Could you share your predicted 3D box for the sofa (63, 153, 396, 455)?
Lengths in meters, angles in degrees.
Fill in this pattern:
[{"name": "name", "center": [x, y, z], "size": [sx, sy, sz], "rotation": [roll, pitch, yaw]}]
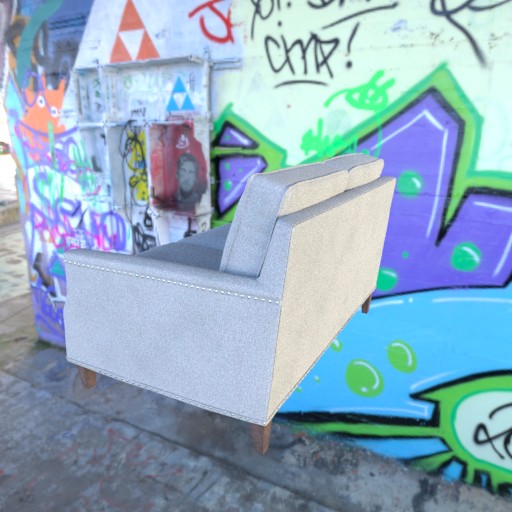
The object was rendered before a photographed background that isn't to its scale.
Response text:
[{"name": "sofa", "center": [0.000, 0.000, 2.283], "size": [1.084, 1.003, 1.597], "rotation": [9, 18, 27]}]
